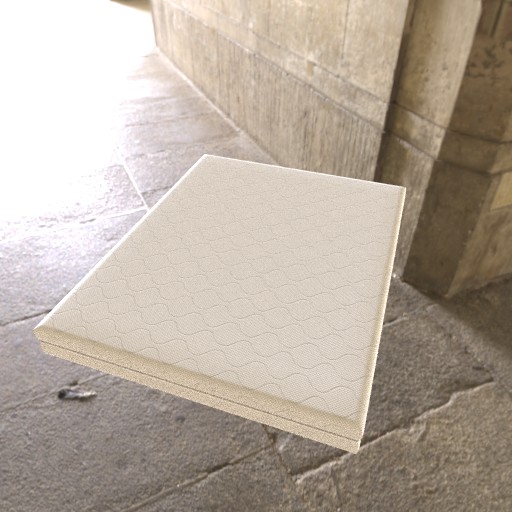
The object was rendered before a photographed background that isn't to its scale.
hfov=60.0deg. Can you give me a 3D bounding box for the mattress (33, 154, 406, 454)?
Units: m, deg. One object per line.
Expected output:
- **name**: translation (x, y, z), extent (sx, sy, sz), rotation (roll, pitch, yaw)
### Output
- **mattress**: translation (0.000, 0.000, 2.725), extent (1.600, 0.200, 2.000), rotation (13, 41, 15)
